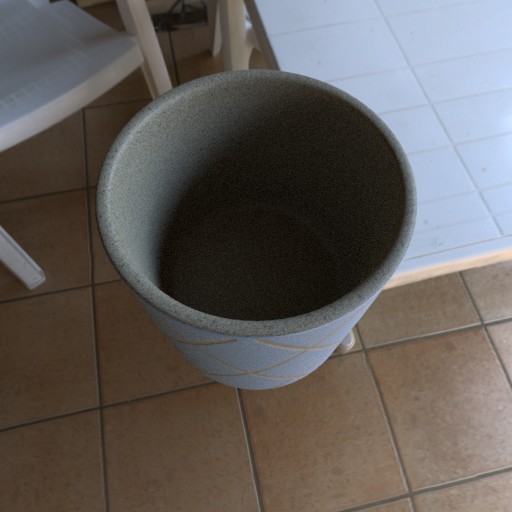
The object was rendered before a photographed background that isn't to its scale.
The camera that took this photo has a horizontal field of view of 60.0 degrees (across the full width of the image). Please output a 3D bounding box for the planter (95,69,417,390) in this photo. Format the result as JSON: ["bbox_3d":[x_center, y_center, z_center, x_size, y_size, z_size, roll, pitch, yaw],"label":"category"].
[{"bbox_3d":[0.000,0.000,0.353,0.191,0.200,0.191,0,63,0],"label":"planter"}]
